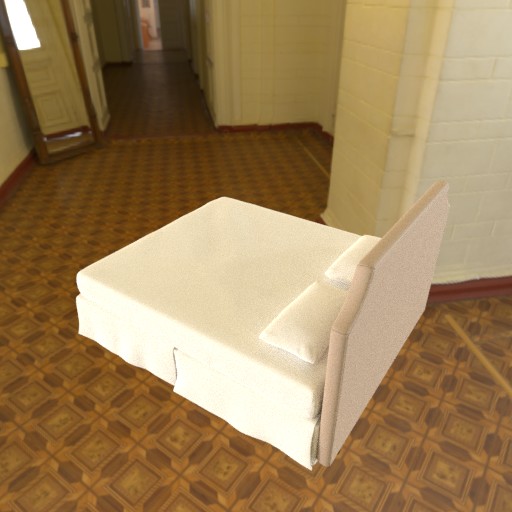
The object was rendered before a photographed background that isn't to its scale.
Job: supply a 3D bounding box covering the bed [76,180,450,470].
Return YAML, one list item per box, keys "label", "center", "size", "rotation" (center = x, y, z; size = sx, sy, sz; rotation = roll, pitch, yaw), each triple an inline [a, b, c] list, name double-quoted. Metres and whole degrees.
- label: "bed"
  center: [0.000, 0.000, 4.174]
  size: [2.773, 1.590, 2.350]
  rotation: [20, 36, 30]
